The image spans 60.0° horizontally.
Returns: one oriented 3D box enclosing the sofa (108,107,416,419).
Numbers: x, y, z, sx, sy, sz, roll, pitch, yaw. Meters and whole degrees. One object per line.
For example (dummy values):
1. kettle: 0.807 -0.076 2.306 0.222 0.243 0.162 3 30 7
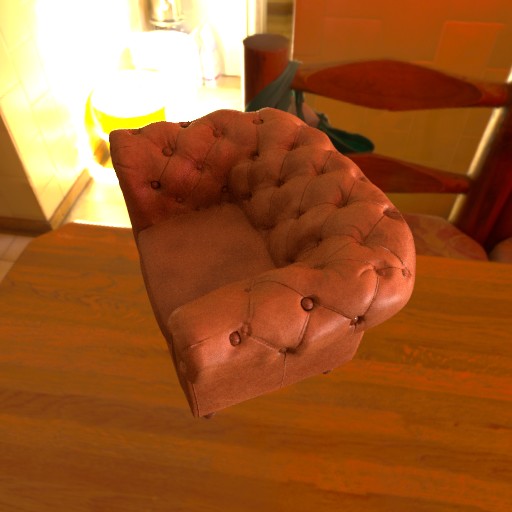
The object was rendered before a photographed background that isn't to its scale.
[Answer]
1. sofa: 0.000 0.000 2.061 1.033 0.878 1.405 -17 48 -15
